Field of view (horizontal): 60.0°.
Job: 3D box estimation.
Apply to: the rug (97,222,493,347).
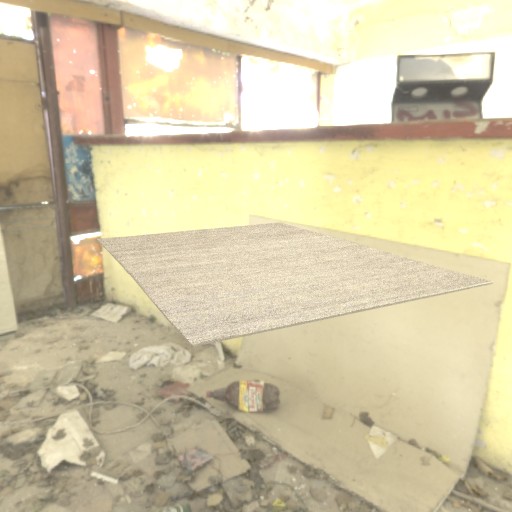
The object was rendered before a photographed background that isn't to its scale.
[{"bbox_3d":[0.000,0.000,4.213,2.434,0.045,3.202,-7,15,-27],"label":"rug"}]
